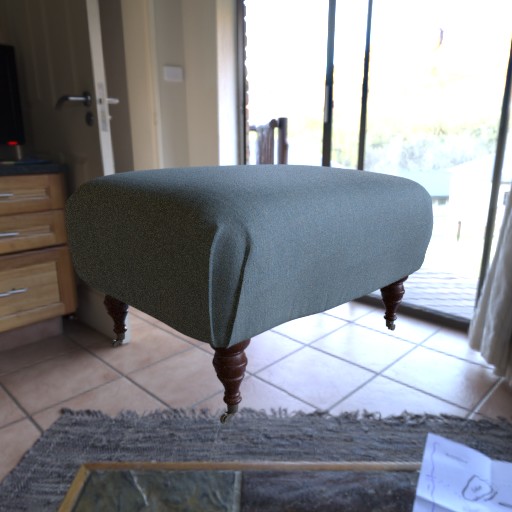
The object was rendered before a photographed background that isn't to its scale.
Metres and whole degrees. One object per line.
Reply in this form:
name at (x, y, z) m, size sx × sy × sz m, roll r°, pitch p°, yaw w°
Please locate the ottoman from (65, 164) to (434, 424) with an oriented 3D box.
ottoman at (0.000, 0.000, 1.120) m, size 0.747 × 0.450 × 0.622 m, roll -13°, pitch 20°, yaw -42°
